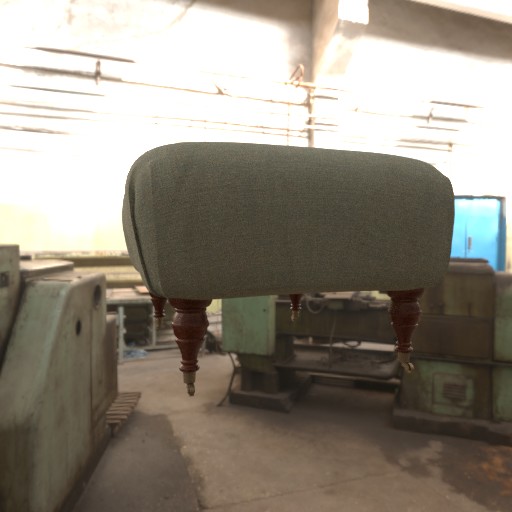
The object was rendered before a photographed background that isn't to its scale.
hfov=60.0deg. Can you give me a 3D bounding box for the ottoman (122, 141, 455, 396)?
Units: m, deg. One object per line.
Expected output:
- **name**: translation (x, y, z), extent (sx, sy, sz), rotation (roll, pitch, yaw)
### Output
- **ottoman**: translation (0.000, 0.000, 1.085), extent (0.622, 0.450, 0.747), rotation (-1, 2, -17)
